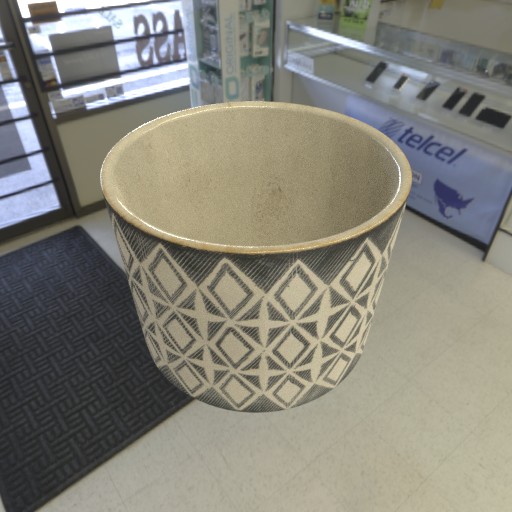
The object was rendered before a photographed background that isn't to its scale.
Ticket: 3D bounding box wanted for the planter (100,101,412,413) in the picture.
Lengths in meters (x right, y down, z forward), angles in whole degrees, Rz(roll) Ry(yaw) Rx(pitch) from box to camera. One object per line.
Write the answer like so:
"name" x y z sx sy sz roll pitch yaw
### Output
"planter" 0.000 0.000 0.335 0.192 0.165 0.192 0 40 0
